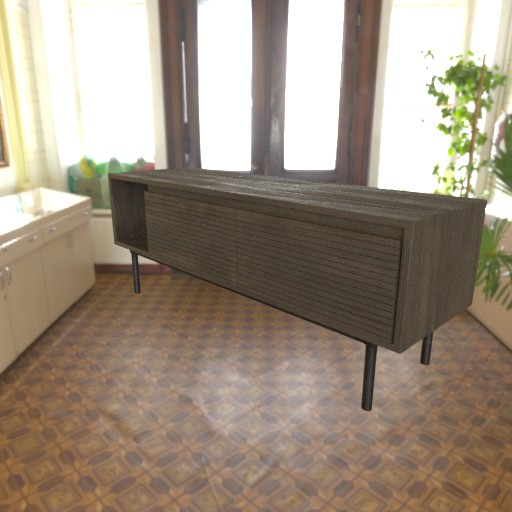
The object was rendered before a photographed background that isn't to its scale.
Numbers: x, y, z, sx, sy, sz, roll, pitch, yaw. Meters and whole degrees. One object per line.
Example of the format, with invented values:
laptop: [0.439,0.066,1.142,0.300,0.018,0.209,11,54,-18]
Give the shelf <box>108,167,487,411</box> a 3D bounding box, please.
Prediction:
shelf: [0.000,0.000,1.523,0.400,0.495,1.300,-15,22,-42]
